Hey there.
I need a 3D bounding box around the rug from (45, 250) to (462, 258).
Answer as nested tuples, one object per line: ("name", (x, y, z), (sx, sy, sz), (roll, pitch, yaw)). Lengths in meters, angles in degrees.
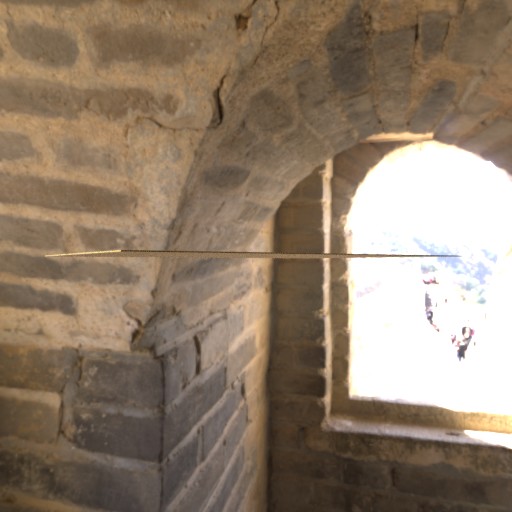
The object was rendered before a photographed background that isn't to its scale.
("rug", (0.000, 0.000, 2.917), (2.286, 0.006, 1.524), (1, -1, -35))
